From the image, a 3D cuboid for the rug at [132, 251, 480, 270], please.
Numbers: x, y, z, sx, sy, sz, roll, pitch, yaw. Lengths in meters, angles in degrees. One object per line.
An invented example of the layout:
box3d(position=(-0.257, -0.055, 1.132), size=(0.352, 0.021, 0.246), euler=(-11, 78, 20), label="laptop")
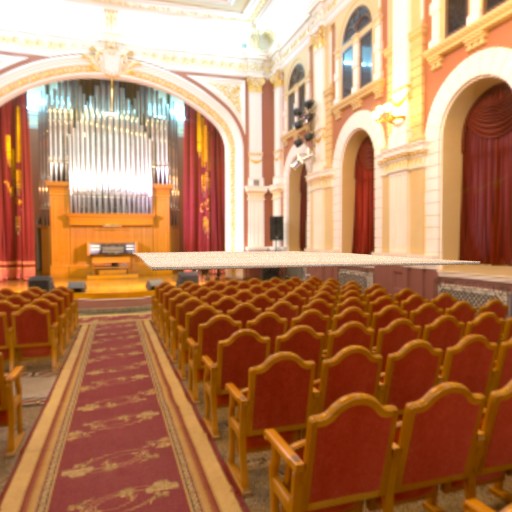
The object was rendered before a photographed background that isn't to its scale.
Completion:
box3d(position=(0.000, 0.000, 3.045), size=(1.574, 0.029, 2.346), euler=(-1, 2, -17), label="rug")
